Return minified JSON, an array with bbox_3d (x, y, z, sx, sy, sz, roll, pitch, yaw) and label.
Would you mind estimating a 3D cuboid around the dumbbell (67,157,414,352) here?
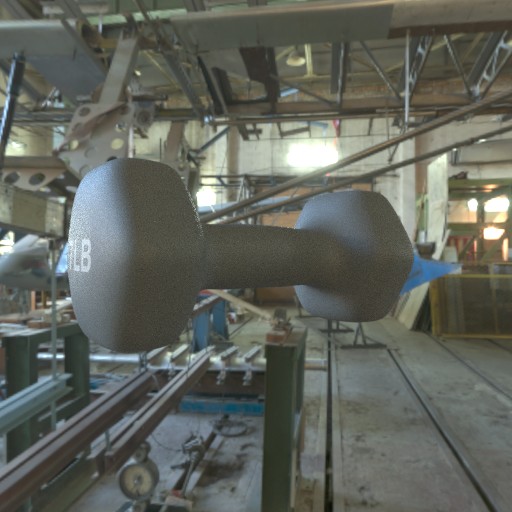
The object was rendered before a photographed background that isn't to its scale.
[{"bbox_3d":[0.000,0.000,0.239,0.184,0.081,0.090,0,-1,-36],"label":"dumbbell"}]
